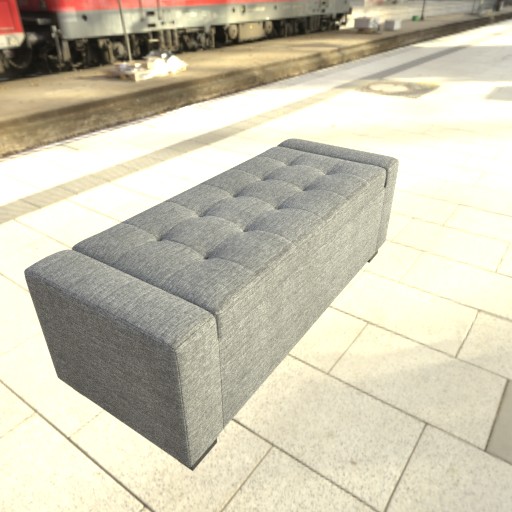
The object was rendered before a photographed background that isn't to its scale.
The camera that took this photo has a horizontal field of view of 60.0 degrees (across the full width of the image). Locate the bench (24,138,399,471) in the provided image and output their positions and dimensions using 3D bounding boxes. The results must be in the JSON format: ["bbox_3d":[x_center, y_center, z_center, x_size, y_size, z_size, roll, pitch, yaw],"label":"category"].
[{"bbox_3d":[0.000,0.000,1.513,0.508,0.445,1.296,19,37,28],"label":"bench"}]
